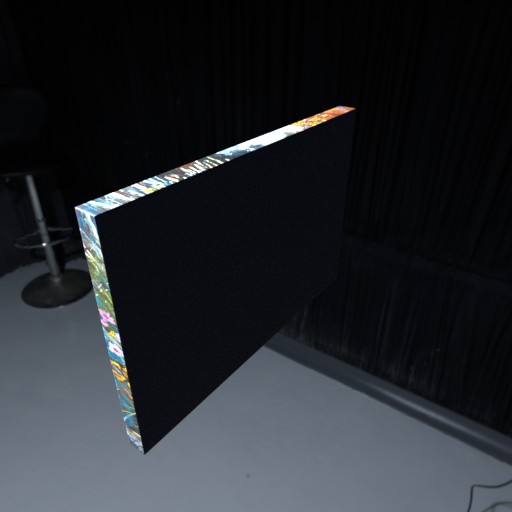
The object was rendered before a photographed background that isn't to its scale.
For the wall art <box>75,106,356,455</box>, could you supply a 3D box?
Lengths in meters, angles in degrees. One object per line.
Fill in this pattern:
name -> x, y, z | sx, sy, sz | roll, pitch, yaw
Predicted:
wall art -> 0.000, 0.000, 0.791 | 0.037, 0.406, 0.610 | 22, 37, 31
